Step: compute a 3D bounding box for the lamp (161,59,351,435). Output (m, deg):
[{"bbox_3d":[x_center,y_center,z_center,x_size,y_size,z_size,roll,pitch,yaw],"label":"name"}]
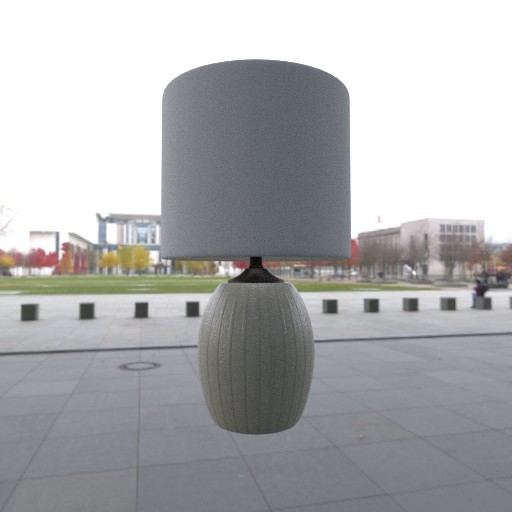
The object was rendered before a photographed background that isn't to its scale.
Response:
[{"bbox_3d":[0.000,0.000,0.781,0.329,0.570,0.329,0,-2,1],"label":"lamp"}]
